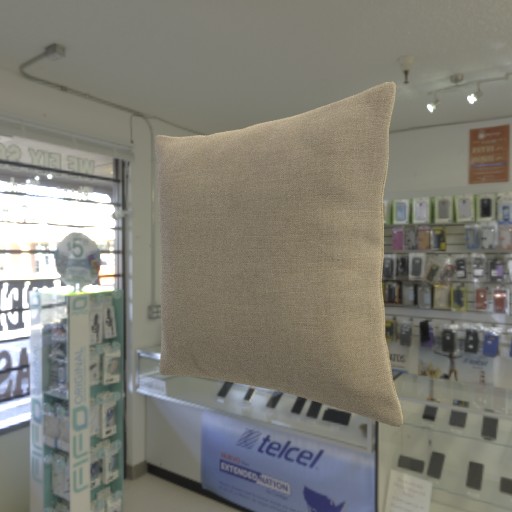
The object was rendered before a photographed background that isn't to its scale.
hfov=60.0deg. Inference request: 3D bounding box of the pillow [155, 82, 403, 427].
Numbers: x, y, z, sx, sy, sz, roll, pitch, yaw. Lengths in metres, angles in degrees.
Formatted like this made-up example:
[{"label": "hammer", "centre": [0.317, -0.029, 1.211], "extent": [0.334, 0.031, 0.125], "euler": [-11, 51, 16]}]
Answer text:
[{"label": "pillow", "centre": [0.000, 0.000, 0.797], "extent": [0.523, 0.510, 0.166], "euler": [0, 0, 36]}]
